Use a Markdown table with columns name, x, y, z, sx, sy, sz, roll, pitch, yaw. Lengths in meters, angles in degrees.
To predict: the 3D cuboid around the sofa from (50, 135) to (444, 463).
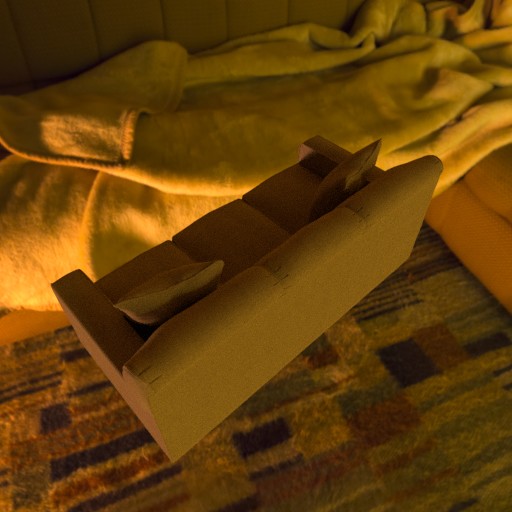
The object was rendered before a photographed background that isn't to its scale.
| name | x | y | z | sx | sy | sz | roll | pitch | yaw |
| --- | --- | --- | --- | --- | --- | --- | --- | --- | --- |
| sofa | 0.000 | 0.000 | 2.573 | 2.024 | 0.958 | 0.997 | -34 | 56 | -27 |
